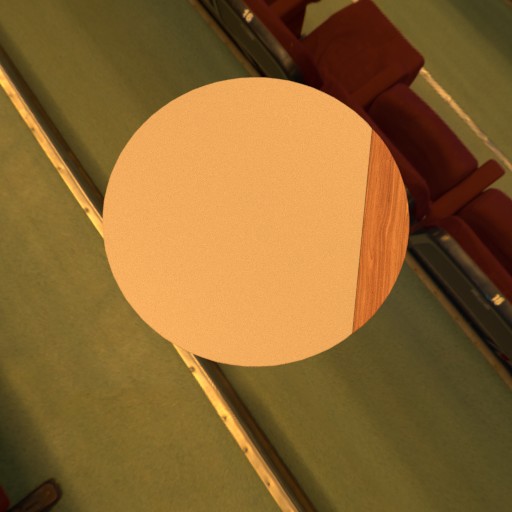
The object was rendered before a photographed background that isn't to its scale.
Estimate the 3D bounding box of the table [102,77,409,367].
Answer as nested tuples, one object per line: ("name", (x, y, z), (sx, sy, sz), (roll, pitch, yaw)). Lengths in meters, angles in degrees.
("table", (0.000, 0.000, 0.882), (0.450, 0.525, 0.450), (0, 75, 0))
